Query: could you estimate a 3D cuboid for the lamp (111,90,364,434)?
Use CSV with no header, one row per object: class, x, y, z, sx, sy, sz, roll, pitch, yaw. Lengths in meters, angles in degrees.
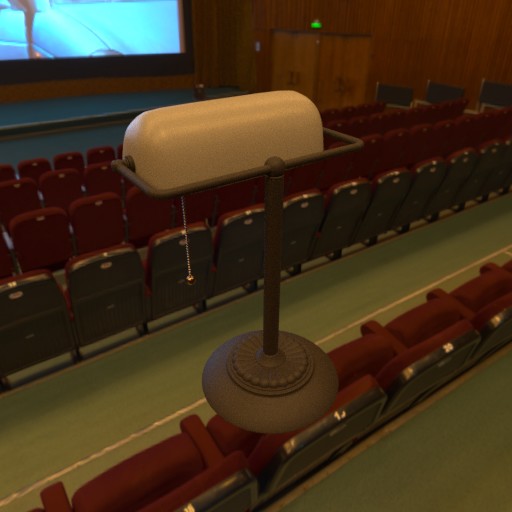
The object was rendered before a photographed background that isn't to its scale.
lamp,0.000,0.000,0.520,0.264,0.339,0.243,-20,37,-29
